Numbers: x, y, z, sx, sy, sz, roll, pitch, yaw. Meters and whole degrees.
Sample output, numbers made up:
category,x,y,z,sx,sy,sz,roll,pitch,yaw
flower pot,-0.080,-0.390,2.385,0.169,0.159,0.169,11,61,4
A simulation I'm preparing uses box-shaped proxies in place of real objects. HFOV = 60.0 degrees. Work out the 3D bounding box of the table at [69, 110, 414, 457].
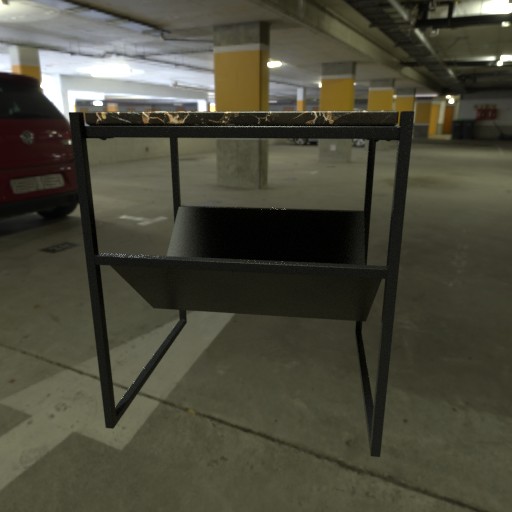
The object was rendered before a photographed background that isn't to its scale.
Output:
category,x,y,z,sx,sy,sz,roll,pitch,yaw
table,0.000,0.000,0.872,0.469,0.534,0.432,3,17,8
